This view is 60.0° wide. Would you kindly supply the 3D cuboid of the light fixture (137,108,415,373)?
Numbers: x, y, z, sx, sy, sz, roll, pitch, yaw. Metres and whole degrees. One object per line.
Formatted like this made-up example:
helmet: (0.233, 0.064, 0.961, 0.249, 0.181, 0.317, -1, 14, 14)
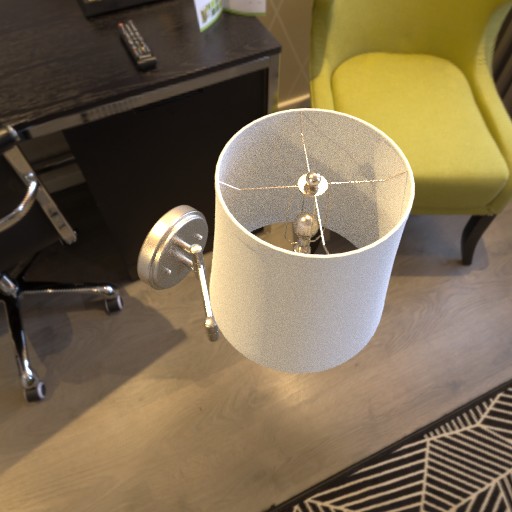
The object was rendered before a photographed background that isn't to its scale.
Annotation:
light fixture: (0.000, 0.000, 0.573, 0.348, 0.381, 0.223, 30, 62, 17)
